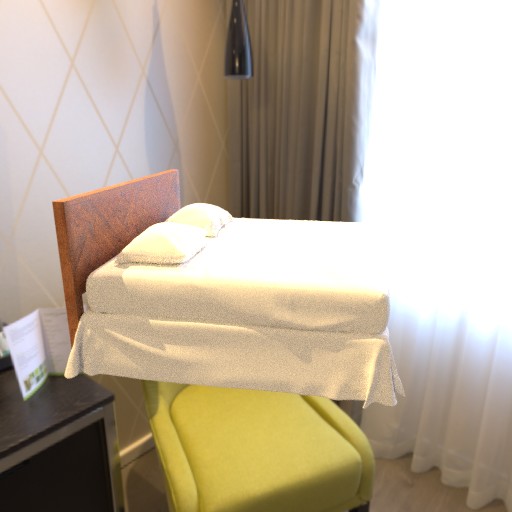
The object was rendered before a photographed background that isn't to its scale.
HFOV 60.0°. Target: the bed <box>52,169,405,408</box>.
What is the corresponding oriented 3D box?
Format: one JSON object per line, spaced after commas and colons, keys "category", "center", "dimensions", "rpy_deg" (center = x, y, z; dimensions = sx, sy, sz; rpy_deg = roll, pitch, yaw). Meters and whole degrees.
{"category": "bed", "center": [0.000, 0.000, 3.597], "dimensions": [2.165, 1.158, 2.255], "rpy_deg": [3, 17, 10]}
